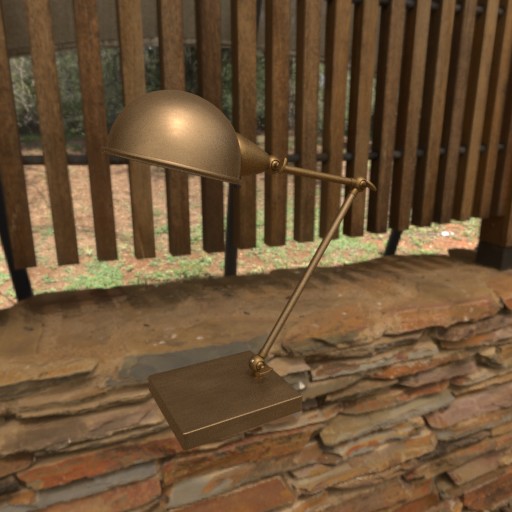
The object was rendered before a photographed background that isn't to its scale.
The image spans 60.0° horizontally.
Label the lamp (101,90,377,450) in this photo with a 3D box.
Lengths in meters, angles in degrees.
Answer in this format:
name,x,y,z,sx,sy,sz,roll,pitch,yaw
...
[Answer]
name,x,y,z,sx,sy,sz,roll,pitch,yaw
lamp,0.000,0.000,0.540,0.339,0.371,0.149,-8,17,-28
